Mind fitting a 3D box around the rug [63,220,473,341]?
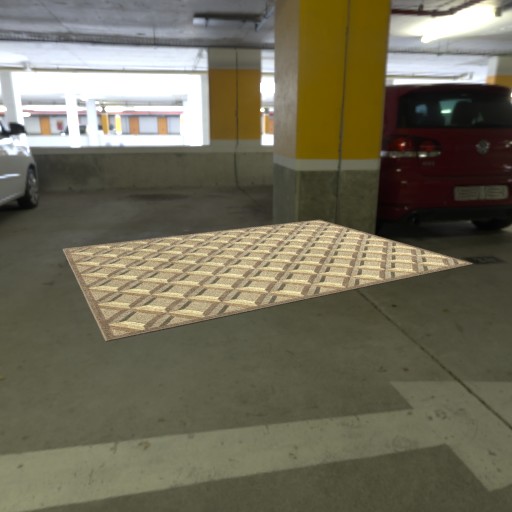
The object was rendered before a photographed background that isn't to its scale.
[{"bbox_3d":[0.000,0.000,4.360,3.294,0.018,2.382,-8,18,-27],"label":"rug"}]
